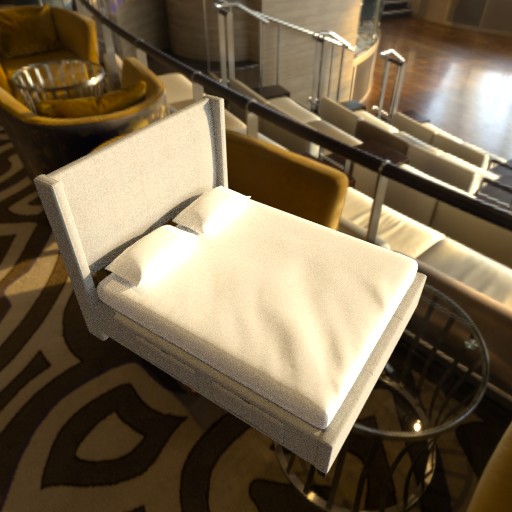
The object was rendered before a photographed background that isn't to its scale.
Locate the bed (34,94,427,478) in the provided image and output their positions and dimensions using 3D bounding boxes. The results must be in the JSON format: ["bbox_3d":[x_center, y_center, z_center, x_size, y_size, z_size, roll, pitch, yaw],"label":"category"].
[{"bbox_3d":[0.000,0.000,3.365,2.222,1.491,1.774,23,45,25],"label":"bed"}]
